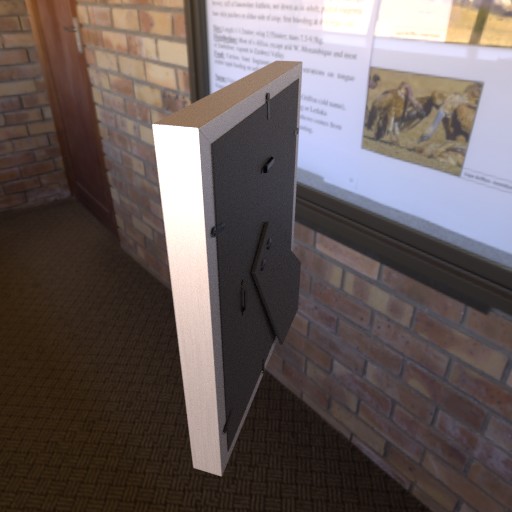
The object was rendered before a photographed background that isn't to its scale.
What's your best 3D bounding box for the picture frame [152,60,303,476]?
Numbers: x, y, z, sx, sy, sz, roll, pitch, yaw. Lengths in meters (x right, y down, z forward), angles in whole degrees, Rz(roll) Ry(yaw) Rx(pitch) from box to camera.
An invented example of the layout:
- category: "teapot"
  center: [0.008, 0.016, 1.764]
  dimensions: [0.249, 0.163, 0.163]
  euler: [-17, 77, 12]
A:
- category: "picture frame"
  center: [0.000, 0.000, 0.384]
  dimensions: [0.036, 0.282, 0.233]
  euler: [9, 32, 15]
